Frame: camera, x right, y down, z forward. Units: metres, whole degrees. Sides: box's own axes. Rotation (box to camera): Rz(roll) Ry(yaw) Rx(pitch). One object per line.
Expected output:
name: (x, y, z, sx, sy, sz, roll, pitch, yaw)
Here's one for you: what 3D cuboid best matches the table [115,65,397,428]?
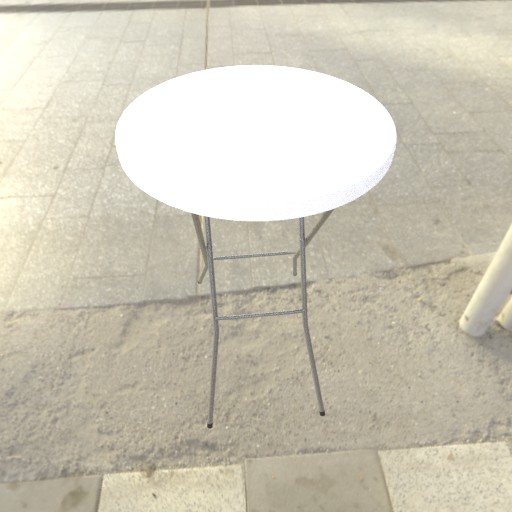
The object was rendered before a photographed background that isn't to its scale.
table: (0.000, 0.000, 1.663, 0.792, 1.105, 0.795, -5, 45, -5)
